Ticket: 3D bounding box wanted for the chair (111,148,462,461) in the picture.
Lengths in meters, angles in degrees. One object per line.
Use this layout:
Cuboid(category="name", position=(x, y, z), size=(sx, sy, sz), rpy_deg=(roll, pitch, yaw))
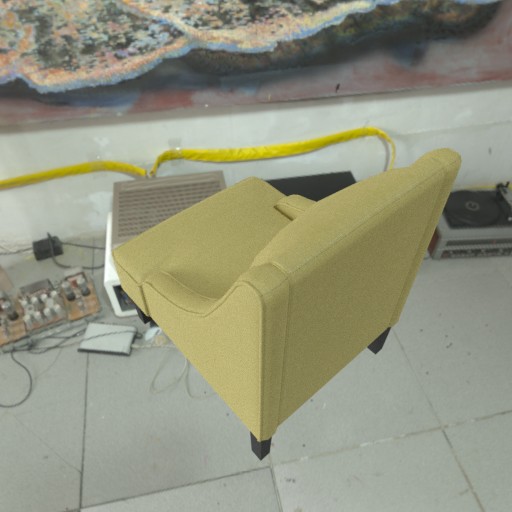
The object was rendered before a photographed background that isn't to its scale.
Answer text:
Cuboid(category="chair", position=(0.000, 0.000, 1.468), size=(0.696, 0.896, 0.814), rpy_deg=(-33, 55, -27))
